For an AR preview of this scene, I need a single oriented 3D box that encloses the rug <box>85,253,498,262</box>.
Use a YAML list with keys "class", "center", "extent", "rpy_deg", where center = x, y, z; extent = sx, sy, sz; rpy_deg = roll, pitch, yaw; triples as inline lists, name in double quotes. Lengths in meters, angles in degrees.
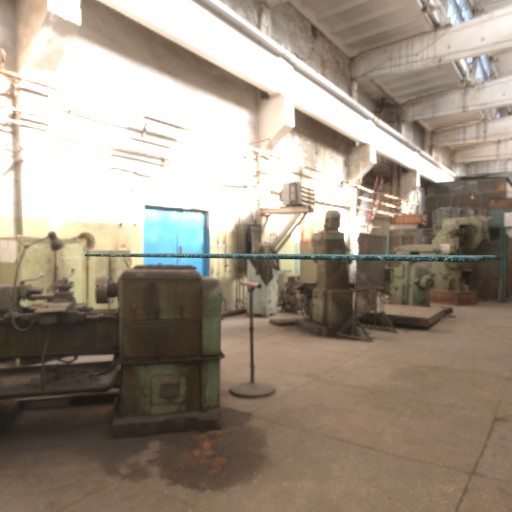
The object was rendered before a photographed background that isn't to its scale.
- class: "rug"
  center: [0.000, 0.000, 2.456]
  extent: [2.286, 0.016, 0.676]
  rpy_deg: [1, 1, 37]
